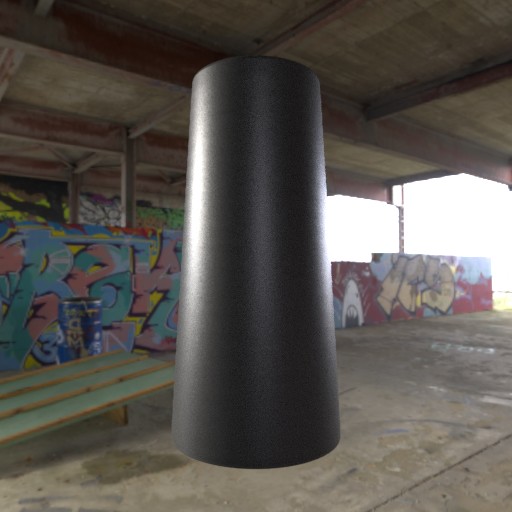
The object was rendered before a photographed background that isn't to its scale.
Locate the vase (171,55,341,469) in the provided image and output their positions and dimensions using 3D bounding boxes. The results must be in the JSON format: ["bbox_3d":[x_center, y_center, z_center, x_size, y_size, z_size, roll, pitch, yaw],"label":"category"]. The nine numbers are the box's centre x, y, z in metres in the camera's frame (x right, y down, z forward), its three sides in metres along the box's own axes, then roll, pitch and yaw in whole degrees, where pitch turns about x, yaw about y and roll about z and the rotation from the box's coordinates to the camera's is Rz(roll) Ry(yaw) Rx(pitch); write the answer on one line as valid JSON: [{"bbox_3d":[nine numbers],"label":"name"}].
[{"bbox_3d":[0.000,0.000,0.368,0.136,0.289,0.136,0,-2,-18],"label":"vase"}]
